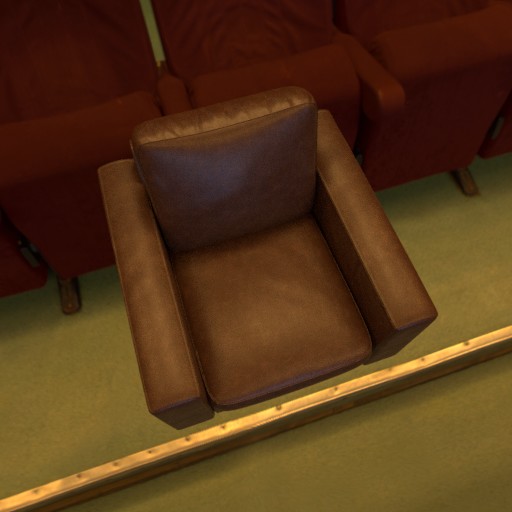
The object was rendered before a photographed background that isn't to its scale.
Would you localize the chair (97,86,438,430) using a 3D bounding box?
[{"bbox_3d":[0.000,0.000,1.720,1.005,0.873,1.016,-17,65,-8],"label":"chair"}]
